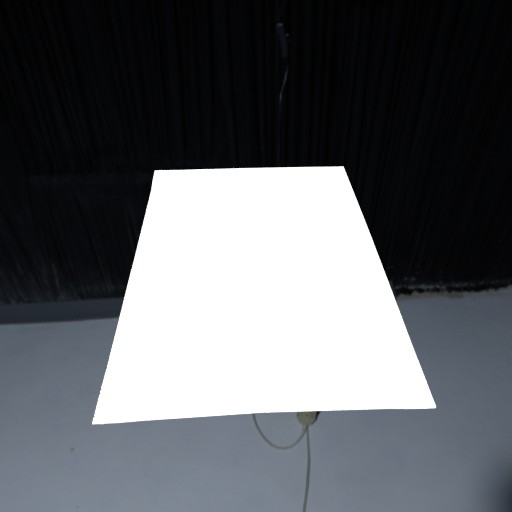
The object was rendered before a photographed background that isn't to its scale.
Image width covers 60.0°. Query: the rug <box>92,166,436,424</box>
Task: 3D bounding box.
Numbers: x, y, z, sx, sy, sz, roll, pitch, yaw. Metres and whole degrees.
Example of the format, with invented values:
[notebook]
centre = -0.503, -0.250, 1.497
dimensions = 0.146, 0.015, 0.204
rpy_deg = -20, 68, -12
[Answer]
[rug]
centre = 0.000, 0.000, 3.677
dimensions = 2.032, 0.038, 2.869
rpy_deg = -2, 41, -2
